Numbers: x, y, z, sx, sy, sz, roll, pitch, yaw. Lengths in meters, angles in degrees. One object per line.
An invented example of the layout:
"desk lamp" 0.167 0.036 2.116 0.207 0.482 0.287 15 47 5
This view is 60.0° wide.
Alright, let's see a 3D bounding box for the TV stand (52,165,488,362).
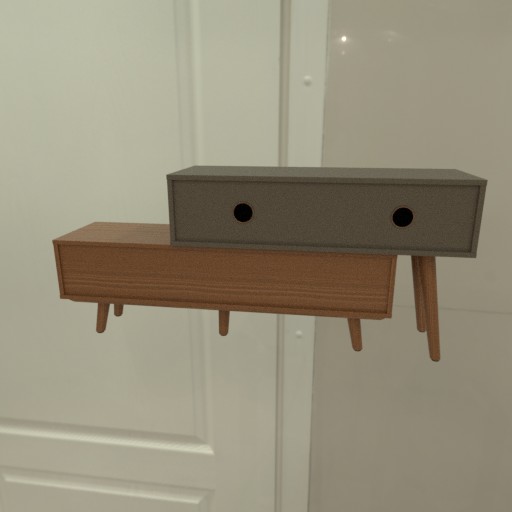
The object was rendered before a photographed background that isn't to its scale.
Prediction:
"TV stand" 0.000 0.000 1.551 1.336 0.591 0.329 2 17 8
